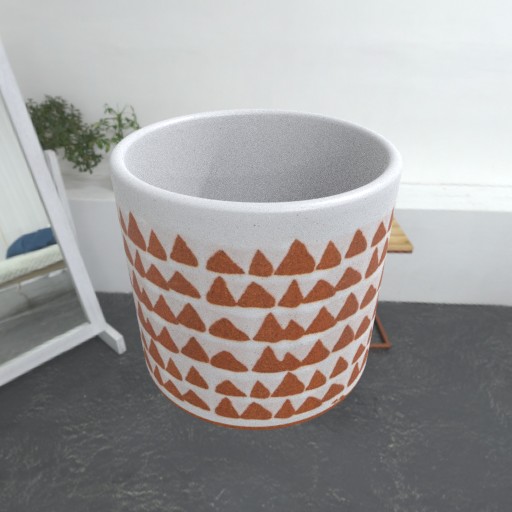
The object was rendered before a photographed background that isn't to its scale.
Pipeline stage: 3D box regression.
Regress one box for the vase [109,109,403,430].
[{"bbox_3d":[0.000,0.000,0.247,0.137,0.127,0.137,0,32,0],"label":"vase"}]
